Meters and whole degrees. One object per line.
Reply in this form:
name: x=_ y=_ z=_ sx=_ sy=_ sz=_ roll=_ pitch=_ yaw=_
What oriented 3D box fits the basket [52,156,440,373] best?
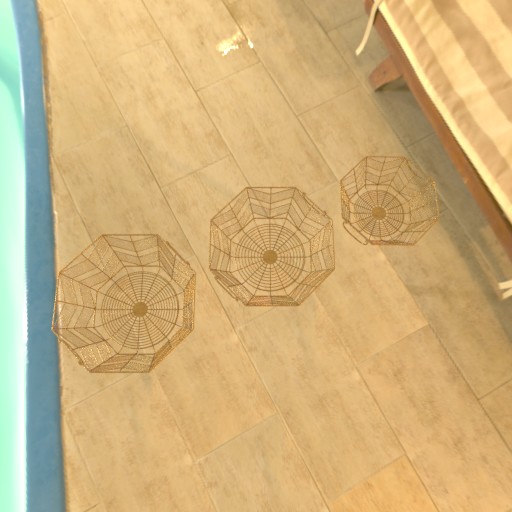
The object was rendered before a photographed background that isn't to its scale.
basket: x=0.000 y=0.000 z=1.395 sx=1.245 sy=0.178 sz=0.432 roll=-22 pitch=76 yaw=-6
